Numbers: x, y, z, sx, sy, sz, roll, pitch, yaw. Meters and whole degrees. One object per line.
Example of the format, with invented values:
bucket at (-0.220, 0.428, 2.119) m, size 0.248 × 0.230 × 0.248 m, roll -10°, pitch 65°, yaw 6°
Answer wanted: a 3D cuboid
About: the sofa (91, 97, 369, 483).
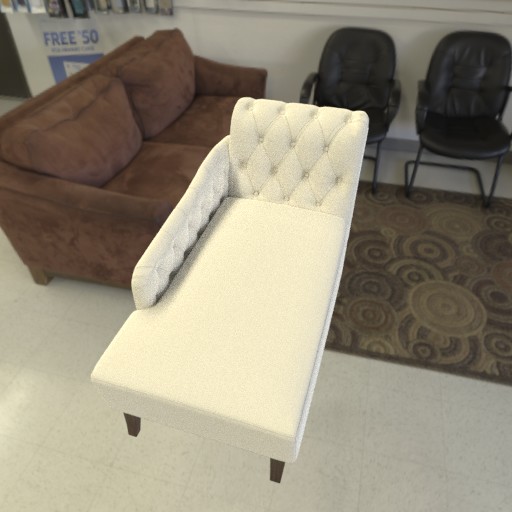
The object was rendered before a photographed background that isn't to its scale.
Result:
sofa at (0.000, 0.000, 1.782) m, size 0.675 × 0.787 × 1.379 m, roll 12°, pitch 42°, yaw 13°
